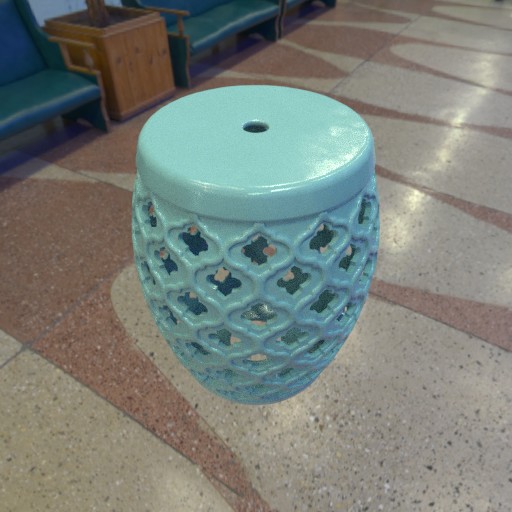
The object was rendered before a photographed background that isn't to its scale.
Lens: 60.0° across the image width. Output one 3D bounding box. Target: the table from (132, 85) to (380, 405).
[{"bbox_3d":[0.000,0.000,0.624,0.325,0.388,0.325,0,42,0],"label":"table"}]
